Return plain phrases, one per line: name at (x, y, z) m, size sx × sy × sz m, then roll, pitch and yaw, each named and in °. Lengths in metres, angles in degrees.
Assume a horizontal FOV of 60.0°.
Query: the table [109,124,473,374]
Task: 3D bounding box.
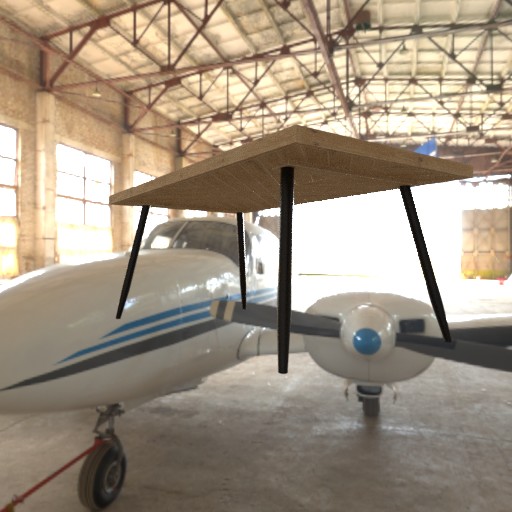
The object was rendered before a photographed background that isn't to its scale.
table at (0.000, 0.000, 2.334) m, size 0.991 × 0.762 × 1.803 m, roll 0°, pitch -1°, yaw -35°
